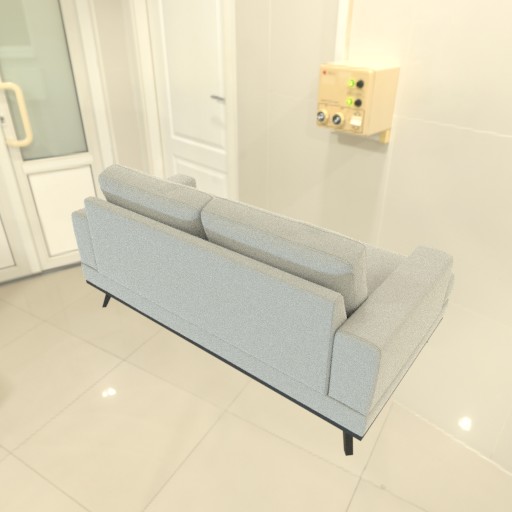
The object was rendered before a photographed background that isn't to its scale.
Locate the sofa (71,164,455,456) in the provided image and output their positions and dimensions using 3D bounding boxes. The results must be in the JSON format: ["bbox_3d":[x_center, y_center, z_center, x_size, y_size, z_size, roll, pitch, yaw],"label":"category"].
[{"bbox_3d":[0.000,0.000,2.152,1.650,0.810,0.920,21,36,32],"label":"sofa"}]
